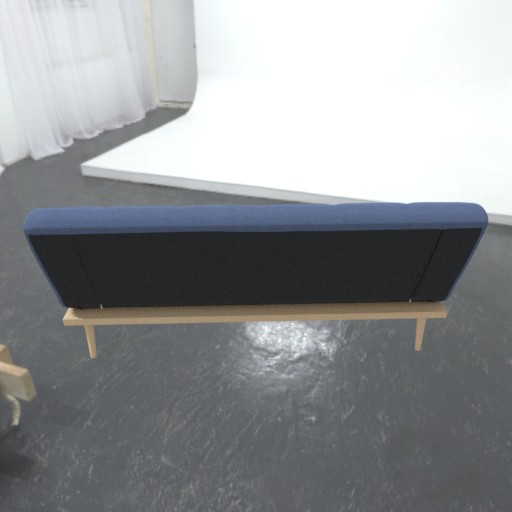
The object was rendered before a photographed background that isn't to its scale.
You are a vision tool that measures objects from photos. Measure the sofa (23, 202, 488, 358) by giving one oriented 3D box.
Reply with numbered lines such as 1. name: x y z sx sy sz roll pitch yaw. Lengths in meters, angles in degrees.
1. sofa: 0.000 0.000 2.183 1.800 0.800 0.796 -1 30 -2
